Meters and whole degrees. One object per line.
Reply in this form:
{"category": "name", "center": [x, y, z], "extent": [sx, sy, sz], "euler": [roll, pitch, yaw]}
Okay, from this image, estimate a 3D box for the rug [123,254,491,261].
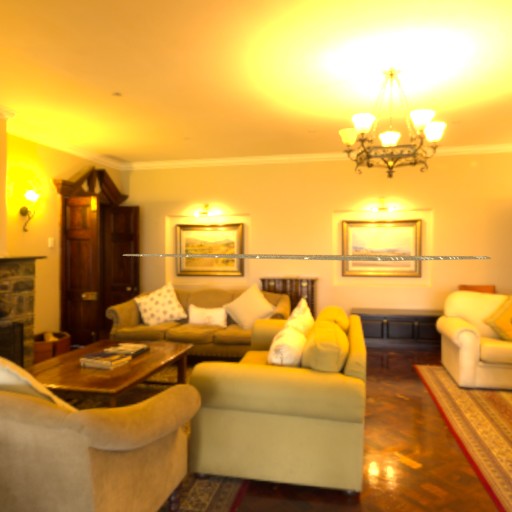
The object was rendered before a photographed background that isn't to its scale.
{"category": "rug", "center": [0.000, 0.000, 2.724], "extent": [0.773, 0.012, 2.464], "euler": [0, 1, -37]}
